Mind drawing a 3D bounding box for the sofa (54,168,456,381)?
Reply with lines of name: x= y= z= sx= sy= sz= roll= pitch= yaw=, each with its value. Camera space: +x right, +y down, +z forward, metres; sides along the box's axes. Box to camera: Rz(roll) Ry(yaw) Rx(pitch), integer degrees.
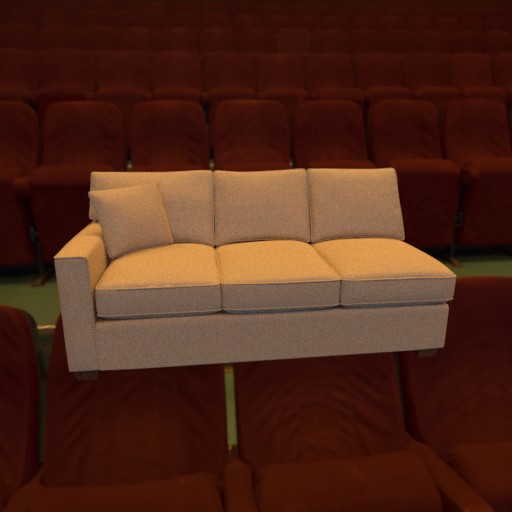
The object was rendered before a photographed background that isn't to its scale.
sofa: x=0.000 y=0.000 z=2.600 sx=1.962 sy=0.946 sz=1.034 roll=-2 pitch=16 yaw=-7
